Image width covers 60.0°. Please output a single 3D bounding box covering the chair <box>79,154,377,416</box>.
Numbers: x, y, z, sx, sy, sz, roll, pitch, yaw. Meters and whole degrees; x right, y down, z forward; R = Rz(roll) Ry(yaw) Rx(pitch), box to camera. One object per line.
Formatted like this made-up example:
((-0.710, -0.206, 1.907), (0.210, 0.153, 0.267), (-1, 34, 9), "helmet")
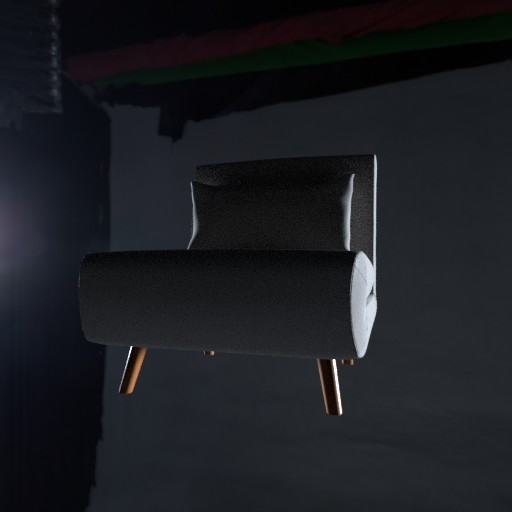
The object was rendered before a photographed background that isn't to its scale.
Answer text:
((0.000, 0.000, 1.491), (0.770, 0.808, 0.902), (0, 0, 17), "chair")
